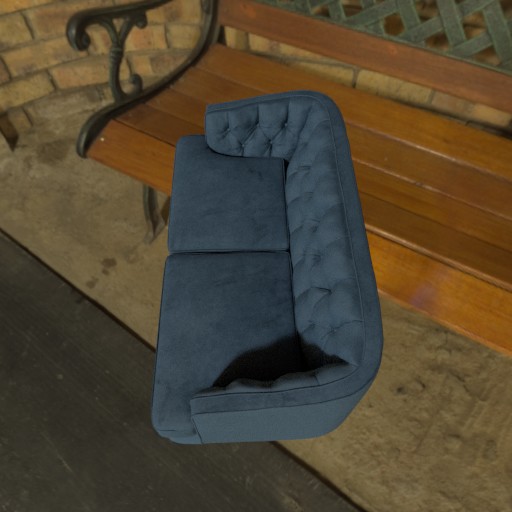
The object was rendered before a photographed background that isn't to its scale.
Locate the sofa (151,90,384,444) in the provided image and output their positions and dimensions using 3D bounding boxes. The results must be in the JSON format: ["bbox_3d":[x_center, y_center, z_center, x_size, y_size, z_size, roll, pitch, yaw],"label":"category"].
[{"bbox_3d":[0.000,0.000,2.299,0.941,0.854,1.733,-1,58,-1],"label":"sofa"}]
